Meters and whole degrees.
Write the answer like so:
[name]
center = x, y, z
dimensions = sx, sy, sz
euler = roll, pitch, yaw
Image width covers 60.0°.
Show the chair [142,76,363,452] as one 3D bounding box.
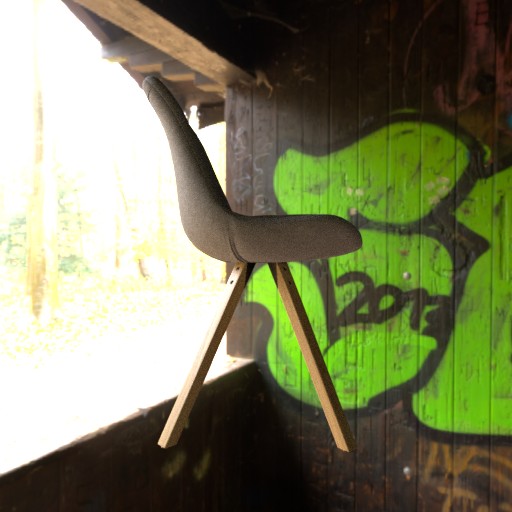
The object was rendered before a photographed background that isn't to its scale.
[chair]
center = 0.000, 0.000, 1.192
dimensions = 0.550, 0.865, 0.483
euler = 0, 1, 1
